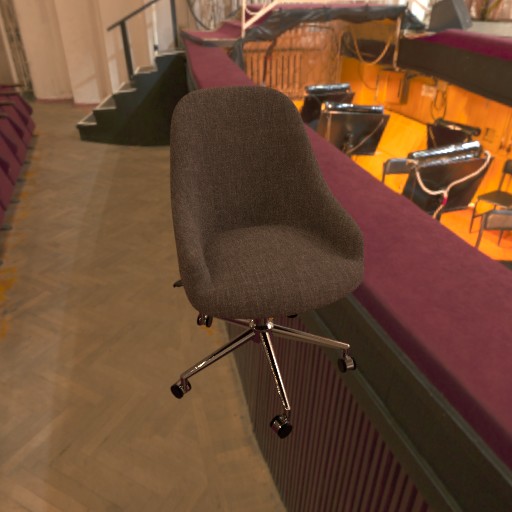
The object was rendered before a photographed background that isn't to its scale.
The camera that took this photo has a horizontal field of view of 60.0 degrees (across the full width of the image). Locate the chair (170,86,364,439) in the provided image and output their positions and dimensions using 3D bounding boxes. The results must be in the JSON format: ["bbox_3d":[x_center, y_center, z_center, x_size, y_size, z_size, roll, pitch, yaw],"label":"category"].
[{"bbox_3d":[0.000,0.000,1.463,0.671,0.950,0.712,-10,32,-16],"label":"chair"}]
